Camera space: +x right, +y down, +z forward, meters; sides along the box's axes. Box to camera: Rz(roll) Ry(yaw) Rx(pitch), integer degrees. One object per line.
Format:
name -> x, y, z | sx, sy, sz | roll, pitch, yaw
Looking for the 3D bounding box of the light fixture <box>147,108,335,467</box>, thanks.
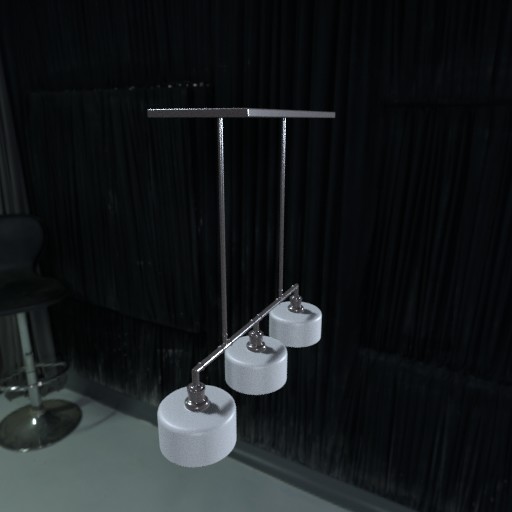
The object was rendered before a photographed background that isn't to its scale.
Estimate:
light fixture -> 0.000, 0.000, 0.895 | 0.177, 0.557, 0.582 | 9, 19, 26
